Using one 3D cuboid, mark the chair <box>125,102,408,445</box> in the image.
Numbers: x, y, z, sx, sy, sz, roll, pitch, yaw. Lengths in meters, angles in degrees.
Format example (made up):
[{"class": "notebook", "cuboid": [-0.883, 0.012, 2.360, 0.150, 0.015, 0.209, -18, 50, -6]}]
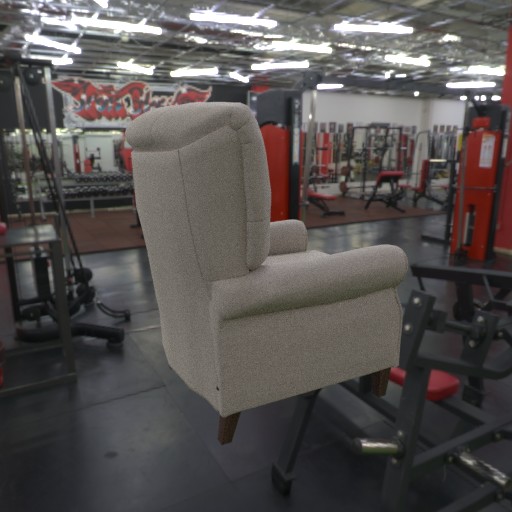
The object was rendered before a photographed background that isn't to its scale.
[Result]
[{"class": "chair", "cuboid": [0.000, 0.000, 1.918, 1.025, 1.209, 0.942, -7, 15, -26]}]
